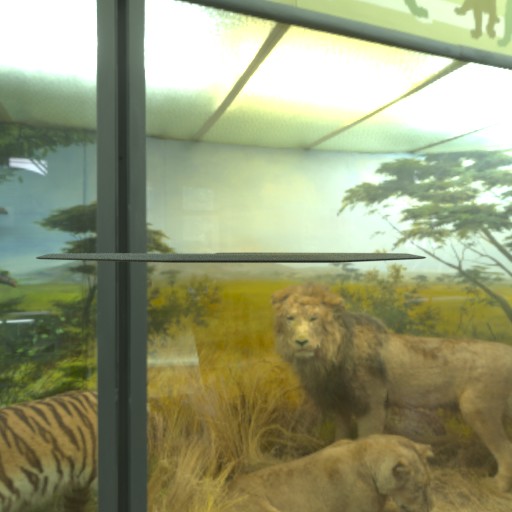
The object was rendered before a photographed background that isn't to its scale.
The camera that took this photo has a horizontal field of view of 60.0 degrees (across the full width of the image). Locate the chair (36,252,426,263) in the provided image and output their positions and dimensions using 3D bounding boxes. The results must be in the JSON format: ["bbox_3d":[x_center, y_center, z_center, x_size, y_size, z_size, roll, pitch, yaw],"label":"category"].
[{"bbox_3d":[0.000,0.000,1.930,1.219,0.024,1.372,1,1,39],"label":"chair"}]
